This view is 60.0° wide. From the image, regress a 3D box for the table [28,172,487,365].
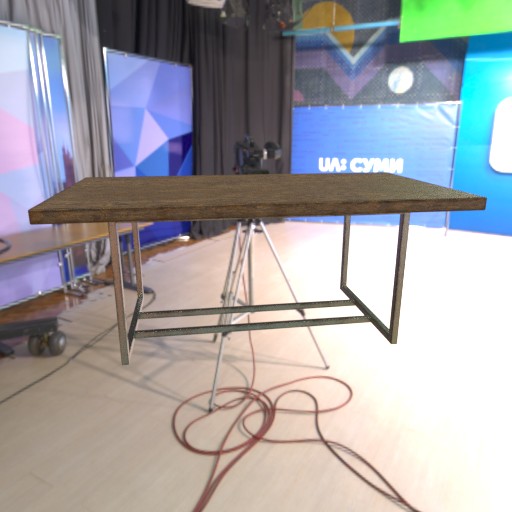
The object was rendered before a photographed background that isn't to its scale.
[{"bbox_3d":[0.000,0.000,2.516,1.989,0.795,1.078,-3,17,-8],"label":"table"}]
